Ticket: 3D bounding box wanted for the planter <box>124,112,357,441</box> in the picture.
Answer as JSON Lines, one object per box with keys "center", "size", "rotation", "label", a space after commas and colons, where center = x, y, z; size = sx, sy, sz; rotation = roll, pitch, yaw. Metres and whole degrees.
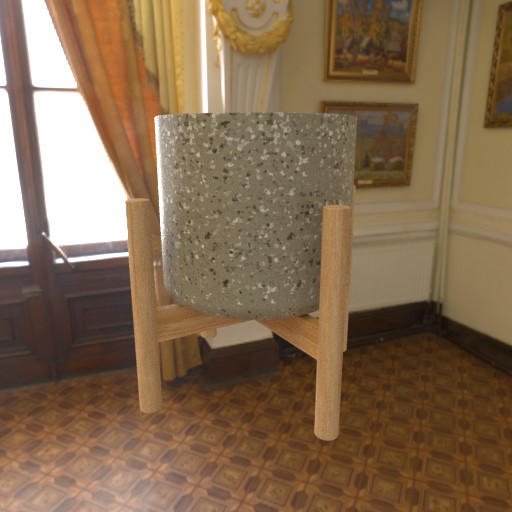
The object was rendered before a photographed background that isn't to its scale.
{"center": [0.000, 0.000, 0.538], "size": [0.284, 0.320, 0.284], "rotation": [-2, 15, -9], "label": "planter"}
